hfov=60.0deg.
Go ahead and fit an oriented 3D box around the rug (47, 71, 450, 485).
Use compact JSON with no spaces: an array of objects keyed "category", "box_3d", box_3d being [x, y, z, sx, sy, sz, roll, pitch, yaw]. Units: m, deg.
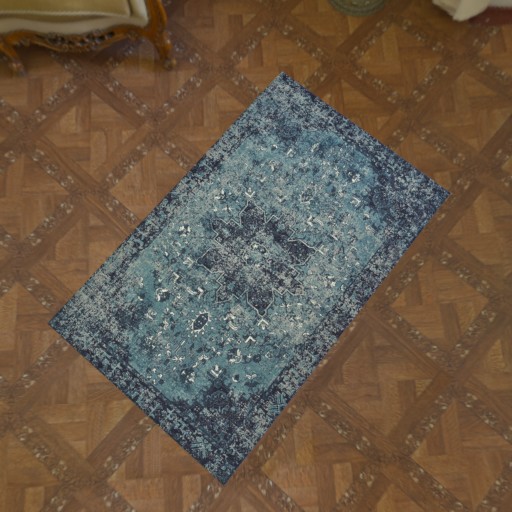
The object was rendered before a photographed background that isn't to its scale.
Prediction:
[{"category":"rug","box_3d":[0.000,0.000,2.999,1.525,0.007,2.440,39,80,8]}]
